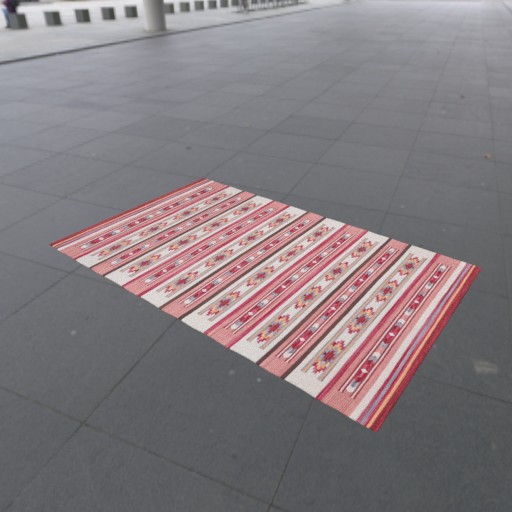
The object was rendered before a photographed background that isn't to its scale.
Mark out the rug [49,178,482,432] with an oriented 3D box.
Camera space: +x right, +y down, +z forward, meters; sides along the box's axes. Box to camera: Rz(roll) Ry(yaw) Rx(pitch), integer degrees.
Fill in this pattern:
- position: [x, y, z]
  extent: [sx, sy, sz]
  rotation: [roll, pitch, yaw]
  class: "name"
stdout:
- position: [0.000, 0.000, 2.930]
  extent: [2.431, 0.010, 1.535]
  rotation: [23, 38, 32]
  class: "rug"
